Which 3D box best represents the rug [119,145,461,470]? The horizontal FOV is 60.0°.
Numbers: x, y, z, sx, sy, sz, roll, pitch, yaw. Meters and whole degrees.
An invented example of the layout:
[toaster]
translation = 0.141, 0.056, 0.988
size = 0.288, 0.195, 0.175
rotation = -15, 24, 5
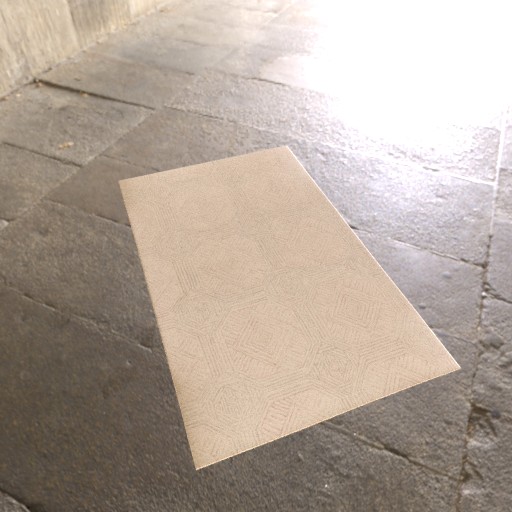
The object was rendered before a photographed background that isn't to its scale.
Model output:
[rug]
translation = 0.000, 0.000, 3.079
size = 1.524, 0.008, 2.440
rotation = -15, 48, -14
